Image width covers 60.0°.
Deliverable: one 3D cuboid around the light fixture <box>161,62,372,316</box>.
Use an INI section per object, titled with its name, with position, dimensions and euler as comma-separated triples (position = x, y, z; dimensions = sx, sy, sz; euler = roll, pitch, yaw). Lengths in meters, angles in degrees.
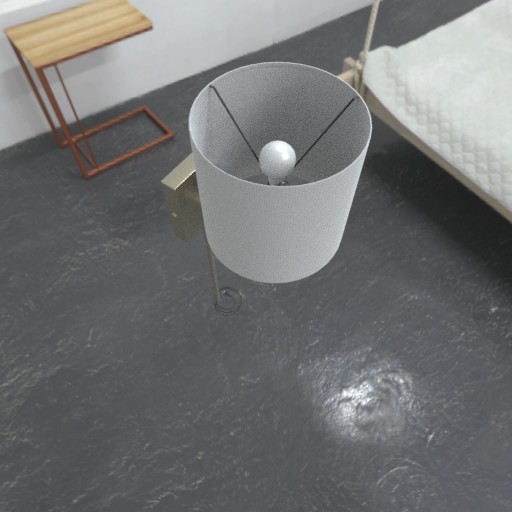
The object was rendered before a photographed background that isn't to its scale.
[light fixture]
position = 0.000, 0.000, 0.714
dimensions = 0.248, 0.589, 0.188
euler = 31, 63, 18
